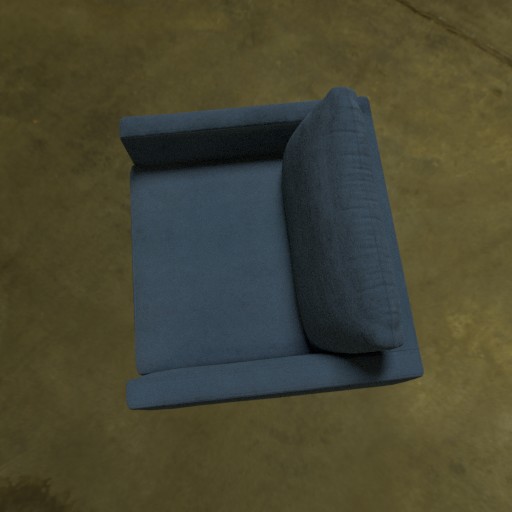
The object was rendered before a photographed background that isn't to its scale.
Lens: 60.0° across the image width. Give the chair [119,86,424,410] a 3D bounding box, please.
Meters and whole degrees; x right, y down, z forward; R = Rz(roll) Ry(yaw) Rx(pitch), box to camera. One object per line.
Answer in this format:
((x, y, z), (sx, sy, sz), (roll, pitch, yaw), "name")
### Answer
((0.000, 0.000, 1.574), (0.875, 0.812, 0.964), (-6, 74, -2), "chair")
